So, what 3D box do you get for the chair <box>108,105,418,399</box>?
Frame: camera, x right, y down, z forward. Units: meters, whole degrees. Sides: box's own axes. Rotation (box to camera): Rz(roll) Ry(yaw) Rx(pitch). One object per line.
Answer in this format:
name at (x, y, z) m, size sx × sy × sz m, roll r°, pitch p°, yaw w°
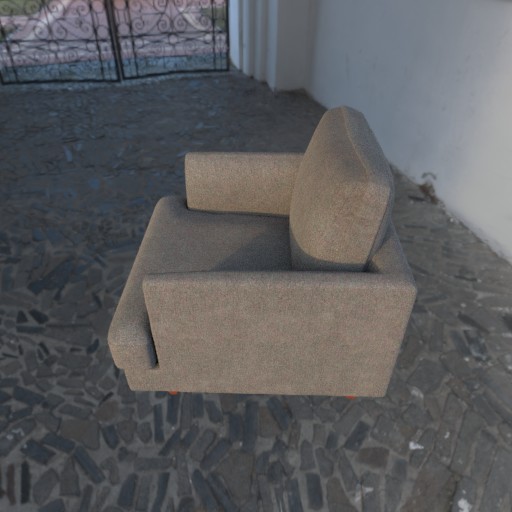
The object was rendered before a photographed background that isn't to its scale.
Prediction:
chair at (0.000, 0.000, 1.643) m, size 0.899 × 0.957 × 0.858 m, roll 1°, pitch 39°, yaw 1°
